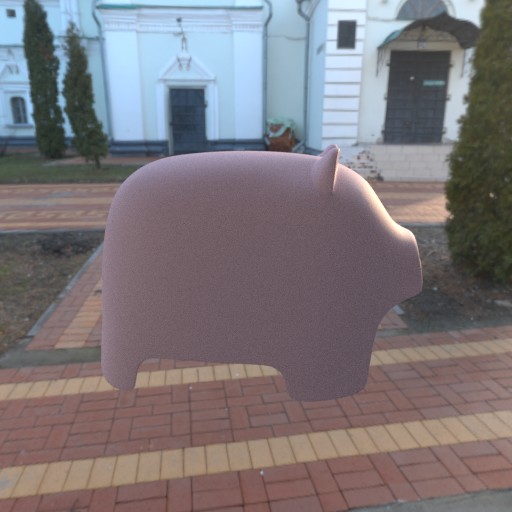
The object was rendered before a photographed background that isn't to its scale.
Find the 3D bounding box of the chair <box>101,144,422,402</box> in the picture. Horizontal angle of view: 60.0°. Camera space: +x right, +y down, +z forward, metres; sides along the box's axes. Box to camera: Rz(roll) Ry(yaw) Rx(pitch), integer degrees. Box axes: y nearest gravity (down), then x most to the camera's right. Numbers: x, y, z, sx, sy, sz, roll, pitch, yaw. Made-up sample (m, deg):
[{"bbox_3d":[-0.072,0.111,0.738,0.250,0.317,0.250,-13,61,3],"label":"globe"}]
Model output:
[{"bbox_3d":[0.000,0.000,0.872,0.619,0.423,0.364,2,17,8],"label":"chair"}]
